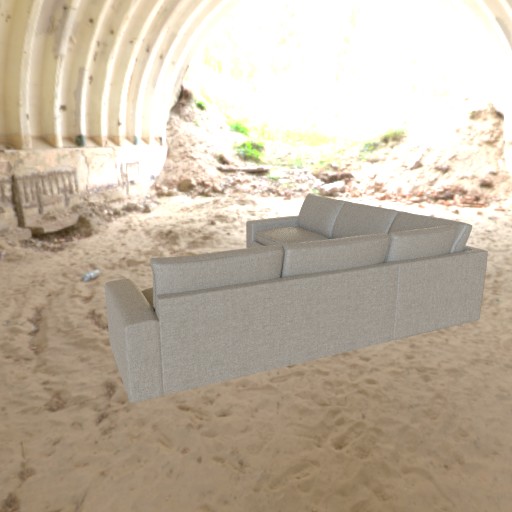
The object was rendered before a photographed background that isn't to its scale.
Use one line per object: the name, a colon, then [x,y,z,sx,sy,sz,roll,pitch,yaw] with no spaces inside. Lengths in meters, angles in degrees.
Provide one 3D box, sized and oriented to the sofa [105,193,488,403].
sofa: [0.000,0.000,4.022,2.742,0.800,2.622,-7,16,-24]
